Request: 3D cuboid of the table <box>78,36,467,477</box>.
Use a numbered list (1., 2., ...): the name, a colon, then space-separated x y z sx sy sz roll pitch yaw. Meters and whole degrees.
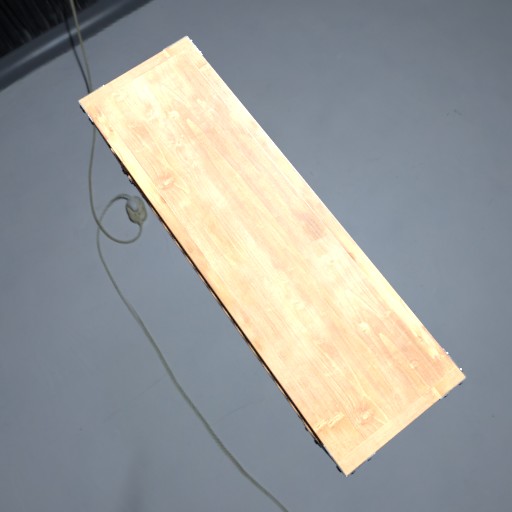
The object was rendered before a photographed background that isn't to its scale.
1. table: 0.000 0.000 1.759 0.467 0.711 1.487 -35 78 -9
